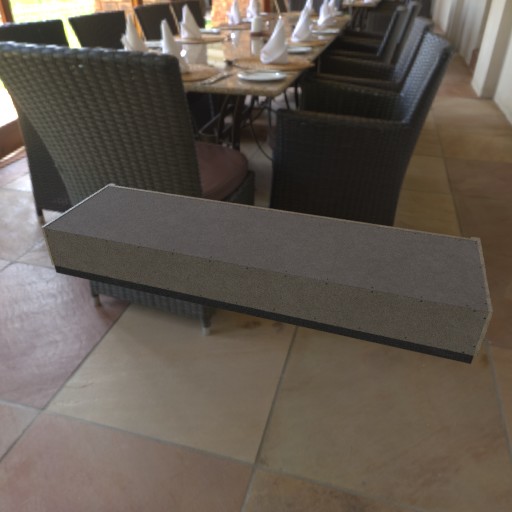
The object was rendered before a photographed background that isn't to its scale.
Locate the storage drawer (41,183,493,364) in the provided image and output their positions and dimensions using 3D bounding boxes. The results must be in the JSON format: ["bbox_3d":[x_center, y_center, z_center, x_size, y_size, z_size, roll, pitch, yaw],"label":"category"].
[{"bbox_3d":[0.000,0.000,2.246,2.072,0.274,0.591,10,34,16],"label":"storage drawer"}]
